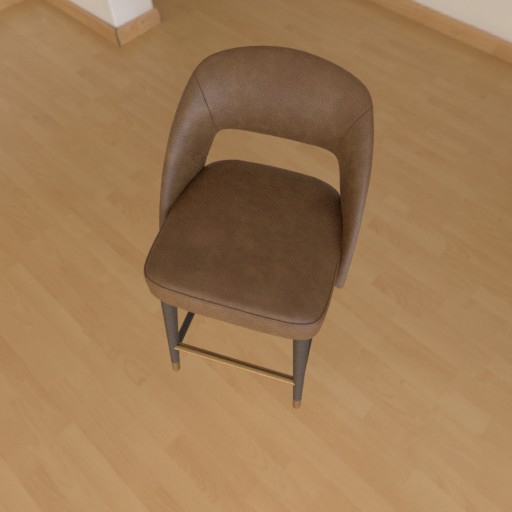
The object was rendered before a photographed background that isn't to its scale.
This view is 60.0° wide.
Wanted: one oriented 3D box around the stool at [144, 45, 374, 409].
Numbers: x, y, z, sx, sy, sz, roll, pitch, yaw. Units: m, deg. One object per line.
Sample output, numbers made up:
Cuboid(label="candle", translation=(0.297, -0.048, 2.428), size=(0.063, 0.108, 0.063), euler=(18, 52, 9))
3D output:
Cuboid(label="stool", translation=(0.000, 0.000, 1.228), size=(0.494, 0.940, 0.509), euler=(15, 60, 9))
